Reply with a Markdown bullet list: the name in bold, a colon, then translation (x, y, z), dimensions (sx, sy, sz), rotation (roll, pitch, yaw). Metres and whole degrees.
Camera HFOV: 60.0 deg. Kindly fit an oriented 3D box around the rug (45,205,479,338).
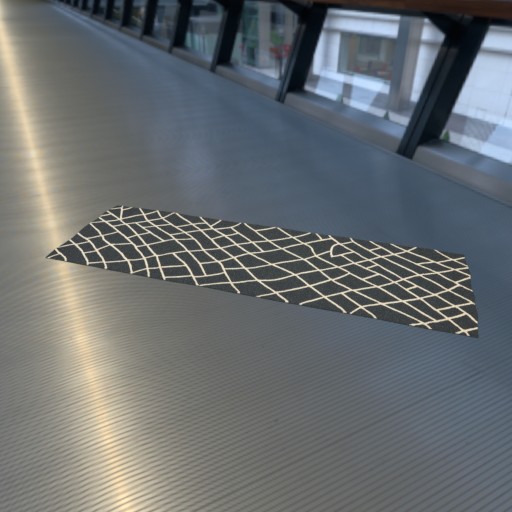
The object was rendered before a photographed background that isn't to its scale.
- **rug**: translation (0.000, 0.000, 2.718), dimensions (2.476, 0.010, 0.807), rotation (9, 32, 15)
